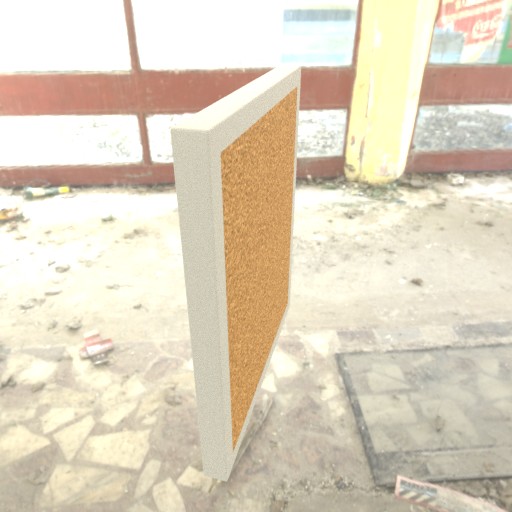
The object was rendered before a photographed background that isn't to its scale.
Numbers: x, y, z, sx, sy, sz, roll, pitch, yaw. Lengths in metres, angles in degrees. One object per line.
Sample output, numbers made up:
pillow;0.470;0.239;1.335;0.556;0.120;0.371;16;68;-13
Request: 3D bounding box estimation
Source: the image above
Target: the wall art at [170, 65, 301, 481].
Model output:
wall art;0.000;0.000;0.527;0.028;0.381;0.331;8;31;13
